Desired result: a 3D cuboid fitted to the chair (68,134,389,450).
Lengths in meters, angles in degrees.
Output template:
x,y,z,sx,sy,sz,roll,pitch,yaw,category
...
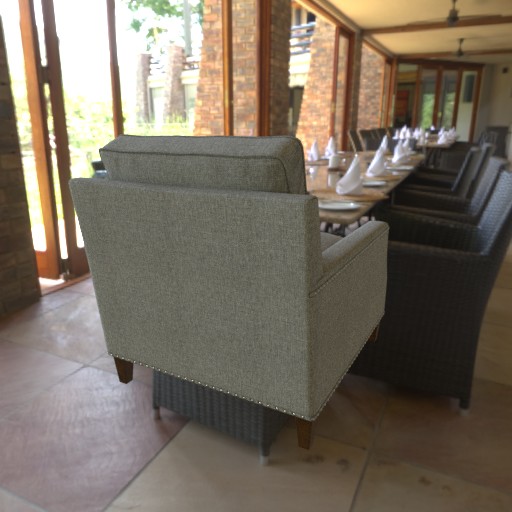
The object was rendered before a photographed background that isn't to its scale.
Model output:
x,y,z,sx,sy,sz,roll,pitch,yaw,category
0.000,0.000,1.756,0.853,0.943,1.014,9,19,27,chair
